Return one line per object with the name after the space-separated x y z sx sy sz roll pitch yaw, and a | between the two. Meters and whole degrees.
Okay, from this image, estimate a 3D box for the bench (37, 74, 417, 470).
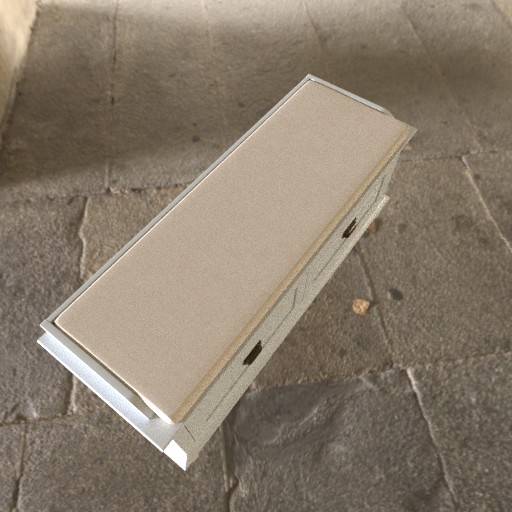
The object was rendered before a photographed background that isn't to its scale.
0.000 0.000 1.393 0.402 0.486 1.185 32 64 18 | bench
